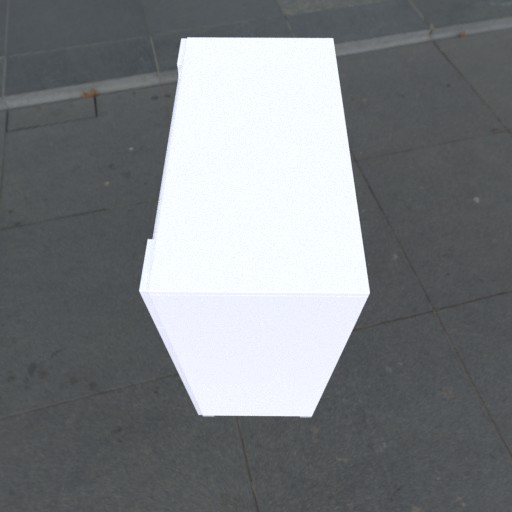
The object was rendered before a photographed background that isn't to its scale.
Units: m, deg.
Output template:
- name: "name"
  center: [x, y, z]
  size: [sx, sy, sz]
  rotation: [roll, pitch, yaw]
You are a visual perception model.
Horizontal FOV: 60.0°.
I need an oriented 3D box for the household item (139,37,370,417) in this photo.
- name: "household item"
  center: [0.000, 0.000, 1.442]
  size: [0.420, 1.010, 0.790]
  rotation: [0, 58, 0]
